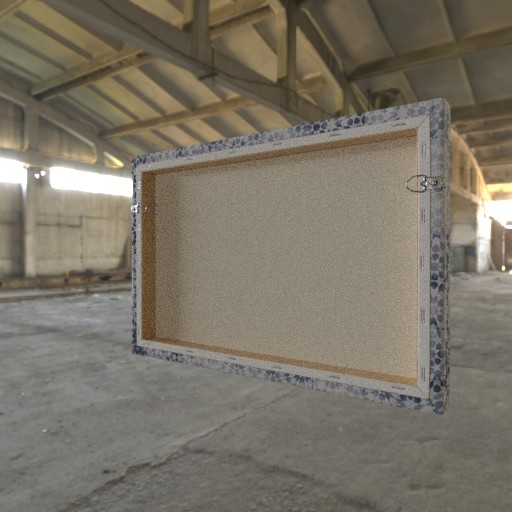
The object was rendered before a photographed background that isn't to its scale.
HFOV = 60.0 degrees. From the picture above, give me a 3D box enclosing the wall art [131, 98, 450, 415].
[{"bbox_3d":[0.000,0.000,1.126,0.911,0.608,0.057,0,1,35],"label":"wall art"}]
